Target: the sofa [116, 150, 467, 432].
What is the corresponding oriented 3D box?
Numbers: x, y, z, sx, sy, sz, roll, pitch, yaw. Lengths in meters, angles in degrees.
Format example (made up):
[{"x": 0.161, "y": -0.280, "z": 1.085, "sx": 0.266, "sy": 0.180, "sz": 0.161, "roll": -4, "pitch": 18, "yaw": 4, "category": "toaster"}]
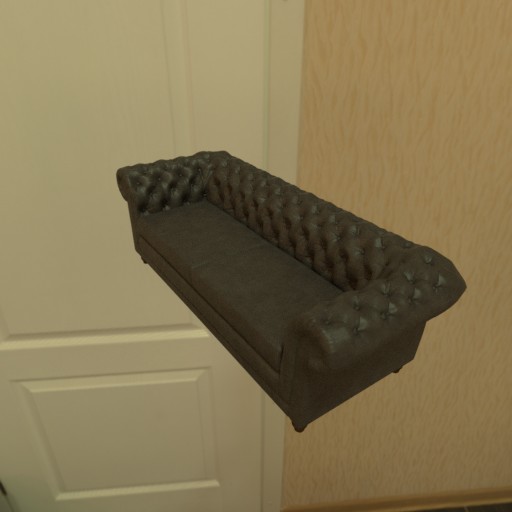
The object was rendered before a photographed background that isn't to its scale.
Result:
[{"x": 0.000, "y": 0.000, "z": 2.844, "sx": 0.944, "sy": 0.783, "sz": 2.385, "roll": -19, "pitch": 35, "yaw": -29, "category": "sofa"}]
